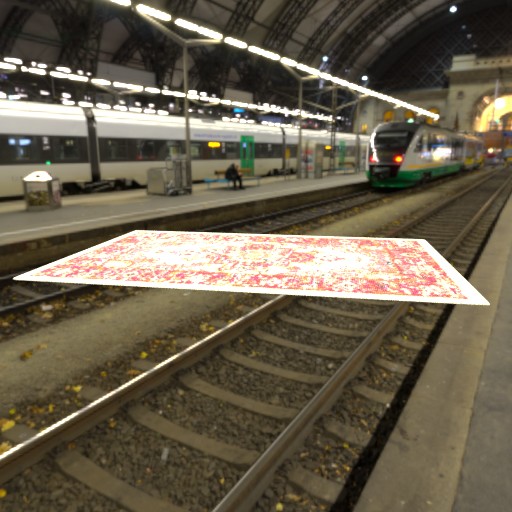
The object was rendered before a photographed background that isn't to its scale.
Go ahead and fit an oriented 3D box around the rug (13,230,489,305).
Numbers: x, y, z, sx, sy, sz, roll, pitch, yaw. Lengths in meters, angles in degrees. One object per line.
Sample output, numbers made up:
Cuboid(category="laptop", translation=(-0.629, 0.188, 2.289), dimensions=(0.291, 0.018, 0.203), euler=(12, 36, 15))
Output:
Cuboid(category="rug", translation=(0.000, 0.000, 1.055), dimensions=(0.868, 0.004, 0.556), euler=(2, 13, 10))
